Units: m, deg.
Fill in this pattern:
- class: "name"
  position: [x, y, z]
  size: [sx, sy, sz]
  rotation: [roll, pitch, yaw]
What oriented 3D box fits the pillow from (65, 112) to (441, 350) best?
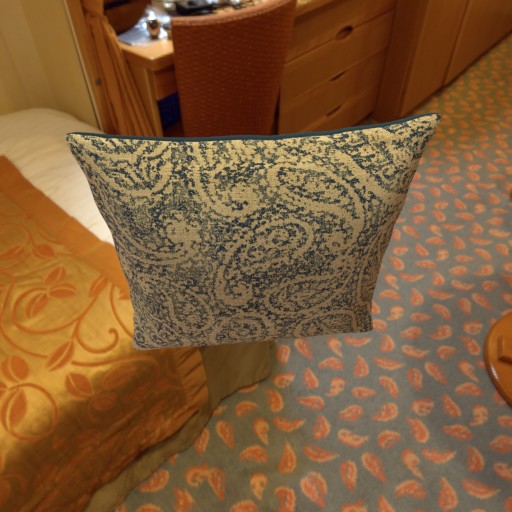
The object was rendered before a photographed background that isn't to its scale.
- class: "pillow"
  position: [0.000, 0.000, 0.782]
  size: [0.523, 0.510, 0.166]
  rotation: [-4, 46, -4]
